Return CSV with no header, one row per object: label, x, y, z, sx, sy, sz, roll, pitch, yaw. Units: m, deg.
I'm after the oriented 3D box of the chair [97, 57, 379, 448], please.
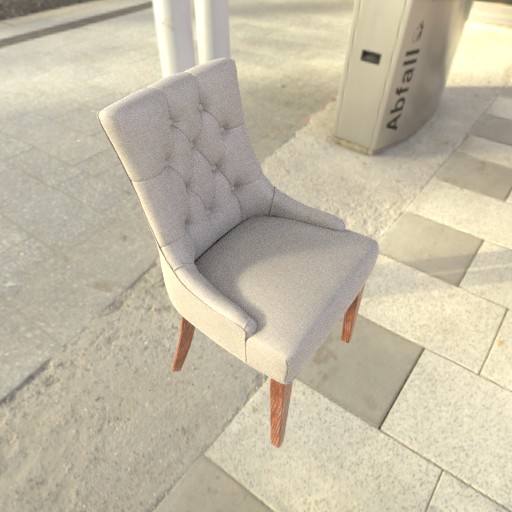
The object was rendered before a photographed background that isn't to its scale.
chair,0.000,0.000,1.225,0.565,0.874,0.509,24,47,25
